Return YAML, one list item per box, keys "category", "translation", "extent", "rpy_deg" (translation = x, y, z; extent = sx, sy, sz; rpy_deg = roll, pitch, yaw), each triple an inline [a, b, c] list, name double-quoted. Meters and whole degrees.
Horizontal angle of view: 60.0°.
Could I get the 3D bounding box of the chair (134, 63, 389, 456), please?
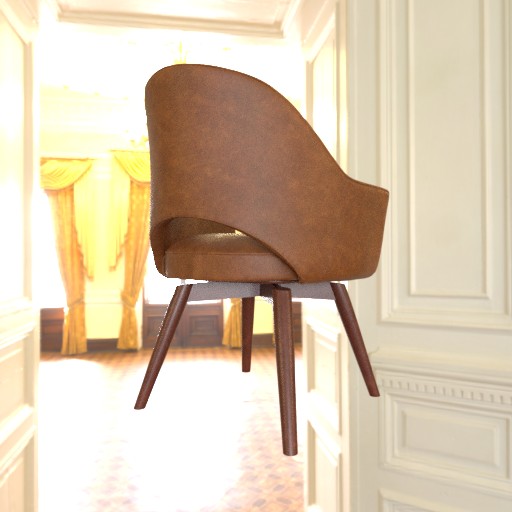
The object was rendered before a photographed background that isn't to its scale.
- category: "chair"
  translation: [0.000, 0.000, 1.166]
  extent: [0.591, 0.777, 0.640]
  rpy_deg: [0, 0, 36]
